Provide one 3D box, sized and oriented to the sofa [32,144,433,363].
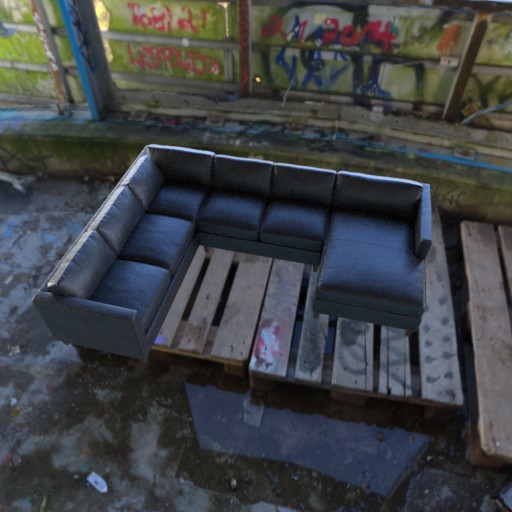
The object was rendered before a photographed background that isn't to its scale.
[{"bbox_3d":[0.000,0.000,4.493,3.324,0.891,2.452,10,47,9],"label":"sofa"}]
